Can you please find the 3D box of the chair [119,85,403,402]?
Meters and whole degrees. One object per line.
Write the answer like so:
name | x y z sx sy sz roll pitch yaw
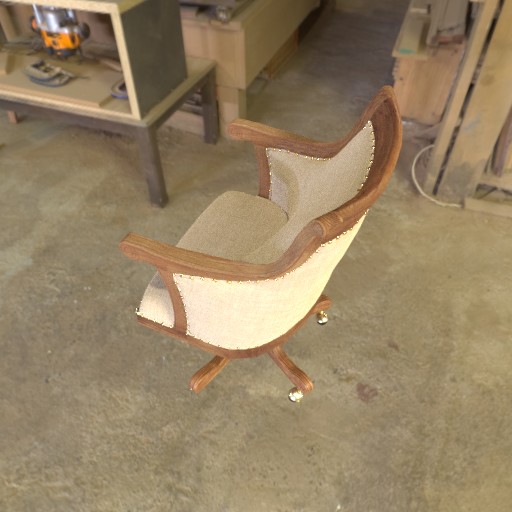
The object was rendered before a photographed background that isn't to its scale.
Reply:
chair | 0.000 0.000 1.418 0.689 0.965 0.656 18 49 16
